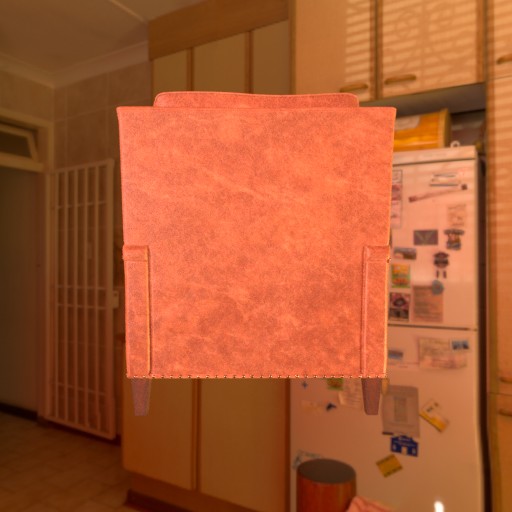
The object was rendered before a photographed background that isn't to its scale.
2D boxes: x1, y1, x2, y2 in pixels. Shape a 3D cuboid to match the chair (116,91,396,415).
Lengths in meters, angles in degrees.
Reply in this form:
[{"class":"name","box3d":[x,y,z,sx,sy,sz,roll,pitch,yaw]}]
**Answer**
[{"class":"chair","box3d":[0.000,0.000,1.842,0.854,1.054,1.035,0,0,0]}]
